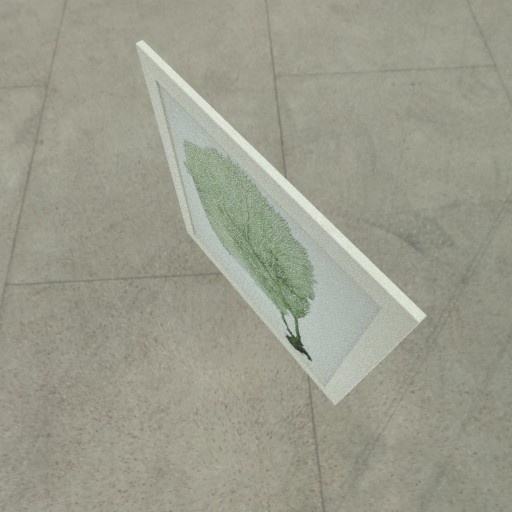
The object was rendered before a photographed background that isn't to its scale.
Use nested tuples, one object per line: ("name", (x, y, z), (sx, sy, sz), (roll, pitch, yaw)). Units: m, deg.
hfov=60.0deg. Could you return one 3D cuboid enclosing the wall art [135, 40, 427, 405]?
("wall art", (0.000, 0.000, 0.853), (0.013, 0.584, 0.584), (-36, 68, -17))
